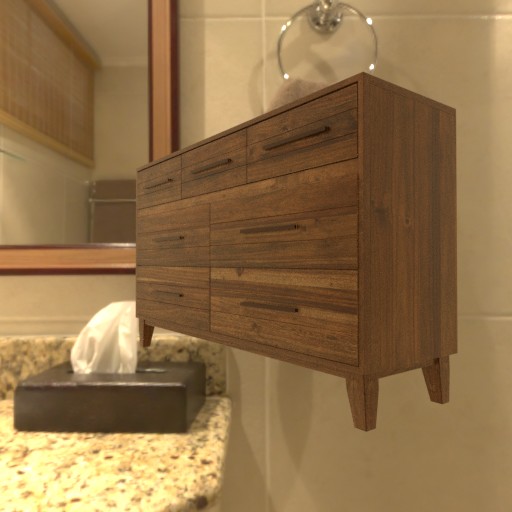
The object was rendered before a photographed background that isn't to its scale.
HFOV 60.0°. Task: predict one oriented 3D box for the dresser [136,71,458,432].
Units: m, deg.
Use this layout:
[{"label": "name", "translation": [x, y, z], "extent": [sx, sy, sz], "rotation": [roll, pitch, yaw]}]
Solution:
[{"label": "dresser", "translation": [0.000, 0.000, 1.746], "extent": [0.446, 0.873, 1.400], "rotation": [1, -1, -37]}]
